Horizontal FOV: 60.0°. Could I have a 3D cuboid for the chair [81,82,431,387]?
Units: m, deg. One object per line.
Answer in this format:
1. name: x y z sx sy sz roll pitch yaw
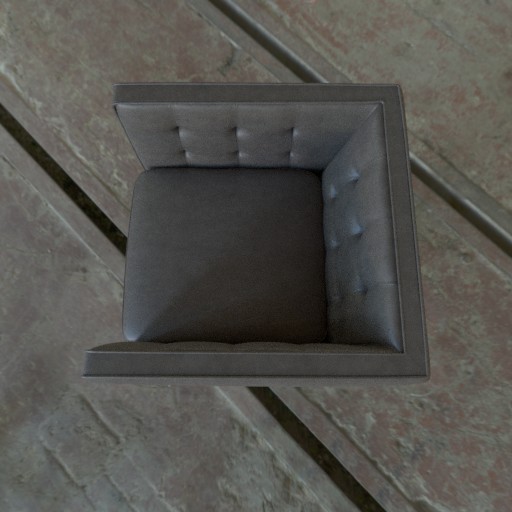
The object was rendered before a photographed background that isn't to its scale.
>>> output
1. chair: 0.000 0.000 1.565 0.894 0.790 0.880 0 74 0
